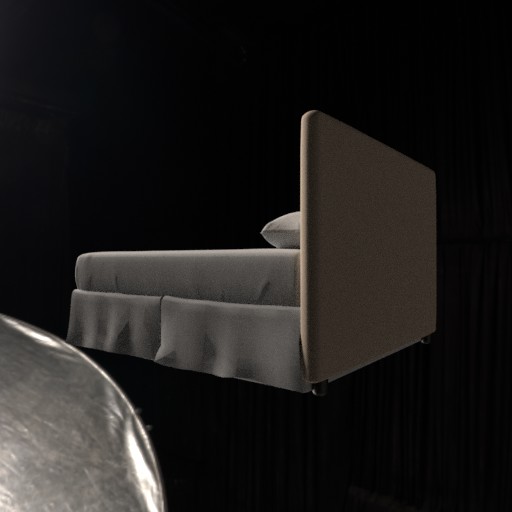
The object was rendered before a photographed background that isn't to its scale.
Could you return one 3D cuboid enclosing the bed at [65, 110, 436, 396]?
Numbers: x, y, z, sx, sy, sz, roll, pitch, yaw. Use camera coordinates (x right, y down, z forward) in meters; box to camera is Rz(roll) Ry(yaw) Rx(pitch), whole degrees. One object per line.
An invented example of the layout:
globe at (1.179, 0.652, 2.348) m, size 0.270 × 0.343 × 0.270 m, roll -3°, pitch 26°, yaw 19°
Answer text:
bed at (0.000, 0.000, 3.340) m, size 2.142 × 1.330 × 1.884 m, roll 0°, pitch 0°, yaw 38°
